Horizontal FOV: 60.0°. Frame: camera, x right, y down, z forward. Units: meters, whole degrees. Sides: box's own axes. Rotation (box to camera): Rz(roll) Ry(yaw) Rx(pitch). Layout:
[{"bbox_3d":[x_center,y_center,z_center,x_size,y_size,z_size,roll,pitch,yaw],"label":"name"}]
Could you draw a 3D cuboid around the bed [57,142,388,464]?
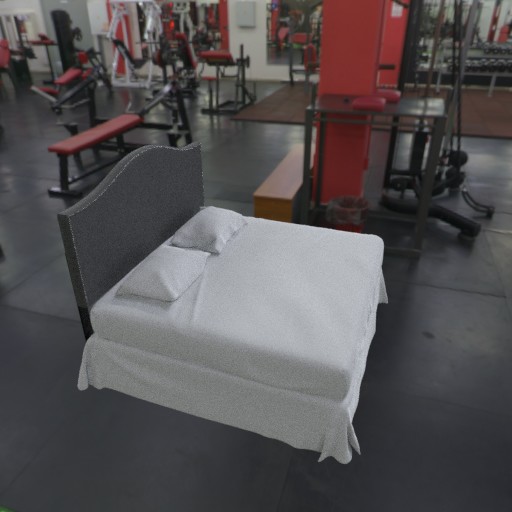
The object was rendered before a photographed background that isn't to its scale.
[{"bbox_3d":[0.000,0.000,3.738,2.219,1.651,2.314,10,31,18],"label":"bed"}]
